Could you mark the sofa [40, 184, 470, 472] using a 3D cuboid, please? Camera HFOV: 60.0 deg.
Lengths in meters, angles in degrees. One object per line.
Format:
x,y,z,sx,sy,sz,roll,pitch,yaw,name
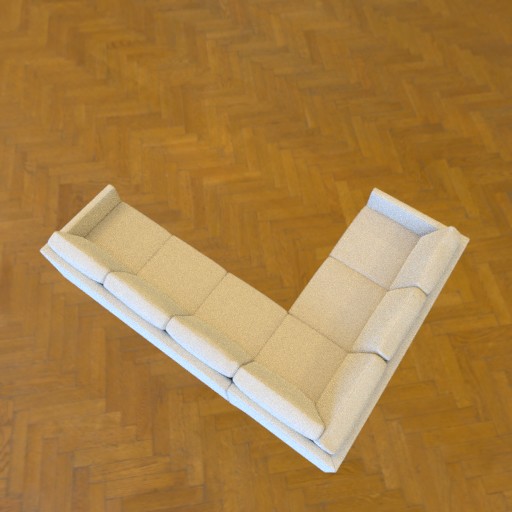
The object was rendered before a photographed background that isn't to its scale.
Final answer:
0.000,0.000,4.310,3.182,0.863,2.432,33,68,15,sofa
